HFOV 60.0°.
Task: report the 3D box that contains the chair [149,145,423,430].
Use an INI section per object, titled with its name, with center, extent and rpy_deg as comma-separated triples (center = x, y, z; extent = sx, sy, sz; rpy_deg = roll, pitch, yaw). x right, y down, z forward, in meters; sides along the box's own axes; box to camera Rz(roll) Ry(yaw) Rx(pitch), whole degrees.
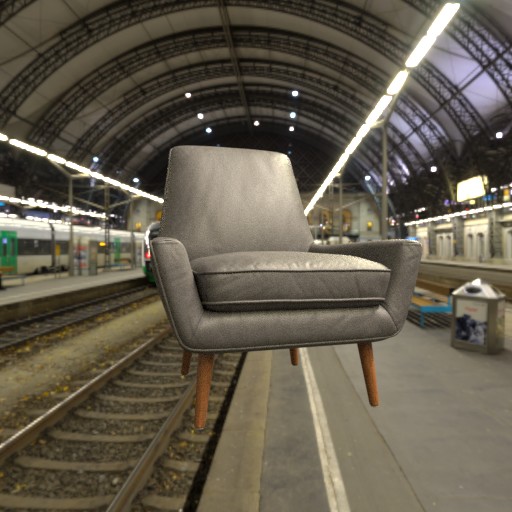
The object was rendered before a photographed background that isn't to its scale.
[chair]
center = 0.000, 0.000, 1.543
extent = 0.787, 0.888, 0.822
rpy_deg = 0, 1, -18
